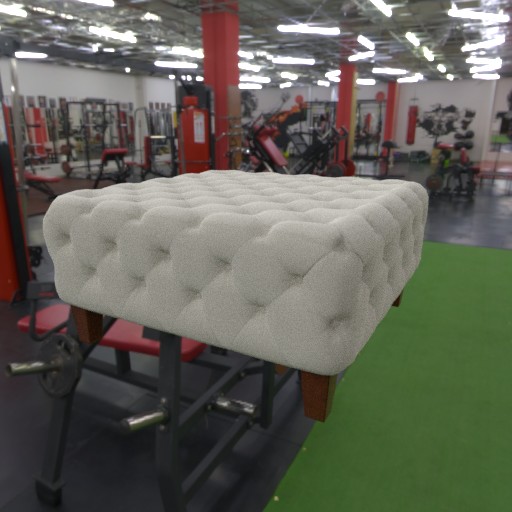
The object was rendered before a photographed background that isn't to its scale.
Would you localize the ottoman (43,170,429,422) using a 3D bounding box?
[{"bbox_3d":[0.000,0.000,1.188,0.755,0.376,0.753,9,19,28],"label":"ottoman"}]
